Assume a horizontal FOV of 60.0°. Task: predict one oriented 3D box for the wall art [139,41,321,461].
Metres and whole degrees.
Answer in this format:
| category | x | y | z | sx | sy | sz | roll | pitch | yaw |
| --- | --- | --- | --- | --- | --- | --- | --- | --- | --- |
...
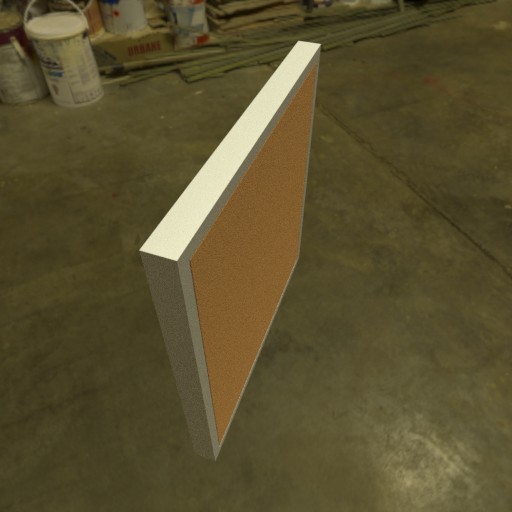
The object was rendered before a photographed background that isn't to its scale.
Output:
| category | x | y | z | sx | sy | sz | roll | pitch | yaw |
| --- | --- | --- | --- | --- | --- | --- | --- | --- | --- |
| wall art | 0.000 | 0.000 | 0.740 | 0.038 | 0.506 | 0.506 | 15 | 49 | 14 |
